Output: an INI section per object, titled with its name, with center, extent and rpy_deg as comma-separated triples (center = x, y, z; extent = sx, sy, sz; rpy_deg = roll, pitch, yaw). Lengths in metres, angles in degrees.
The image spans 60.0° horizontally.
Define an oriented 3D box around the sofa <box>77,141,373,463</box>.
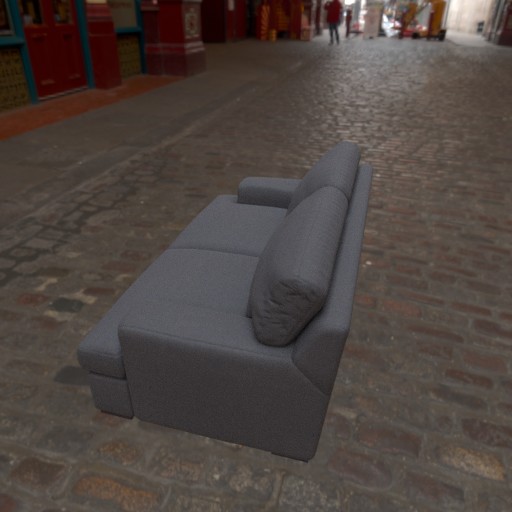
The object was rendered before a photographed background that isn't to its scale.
[sofa]
center = 0.000, 0.000, 2.499
extent = 1.143, 0.940, 1.880
rpy_deg = 8, 31, 13
